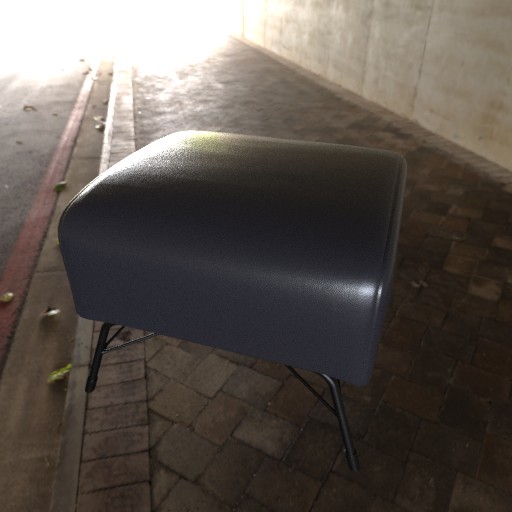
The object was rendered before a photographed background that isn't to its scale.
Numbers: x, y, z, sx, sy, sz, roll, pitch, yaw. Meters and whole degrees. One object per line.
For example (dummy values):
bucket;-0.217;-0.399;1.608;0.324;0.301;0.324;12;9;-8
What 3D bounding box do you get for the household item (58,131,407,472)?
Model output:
household item;0.000;0.000;0.891;0.530;0.410;0.530;10;33;16
